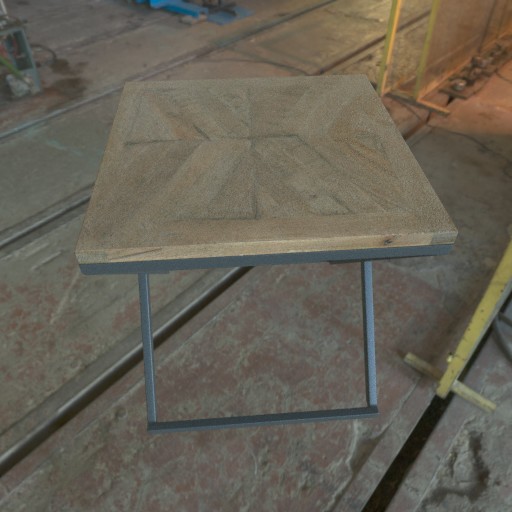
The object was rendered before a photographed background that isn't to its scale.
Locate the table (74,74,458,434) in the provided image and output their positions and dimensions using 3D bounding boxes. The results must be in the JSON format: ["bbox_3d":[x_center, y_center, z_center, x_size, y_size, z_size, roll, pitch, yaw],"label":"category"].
[{"bbox_3d":[0.000,0.000,0.937,0.499,0.550,0.498,-3,45,-3],"label":"table"}]
